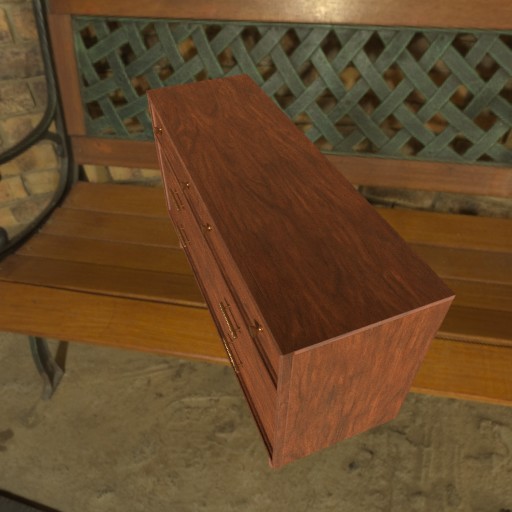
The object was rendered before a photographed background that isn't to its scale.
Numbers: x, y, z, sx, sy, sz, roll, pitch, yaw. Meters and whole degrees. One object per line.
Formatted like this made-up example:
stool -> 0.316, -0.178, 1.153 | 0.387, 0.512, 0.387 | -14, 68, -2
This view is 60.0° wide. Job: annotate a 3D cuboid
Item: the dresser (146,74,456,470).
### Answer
dresser -> 0.000, 0.000, 1.854 | 0.500, 0.889, 1.472 | -16, 47, -15
